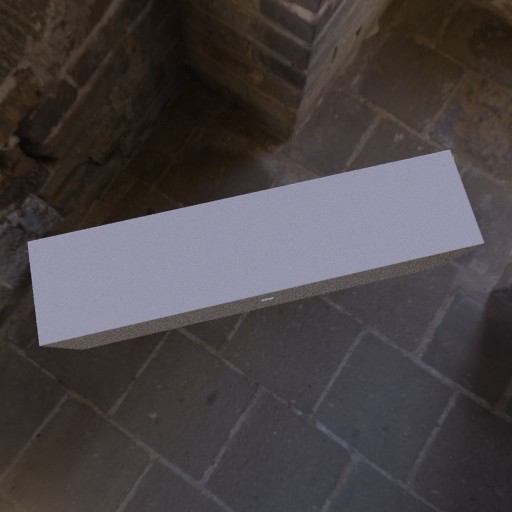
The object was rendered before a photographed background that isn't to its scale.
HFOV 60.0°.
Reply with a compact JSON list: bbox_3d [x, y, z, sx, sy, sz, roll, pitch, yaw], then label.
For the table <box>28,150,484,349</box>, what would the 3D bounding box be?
[{"bbox_3d":[0.000,0.000,1.849,1.650,0.420,0.390,-13,77,-3],"label":"table"}]
